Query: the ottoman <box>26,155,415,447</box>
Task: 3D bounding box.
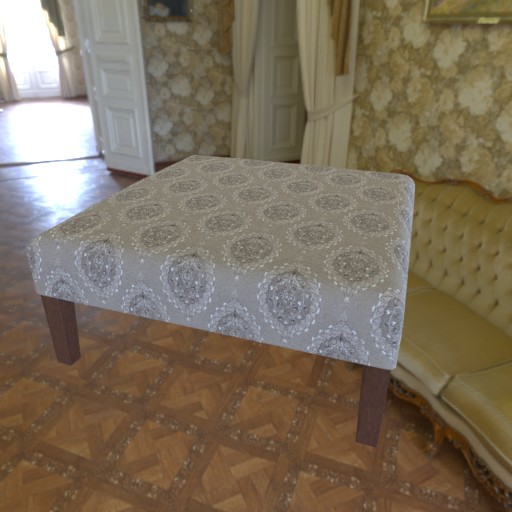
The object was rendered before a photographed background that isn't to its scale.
[{"bbox_3d":[0.000,0.000,1.384,0.889,0.411,0.890,9,28,17],"label":"ottoman"}]
